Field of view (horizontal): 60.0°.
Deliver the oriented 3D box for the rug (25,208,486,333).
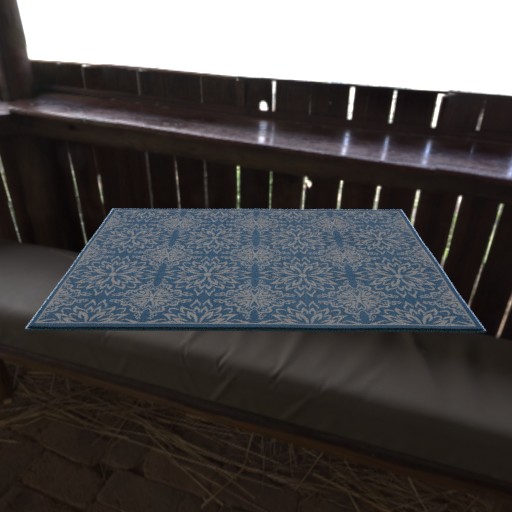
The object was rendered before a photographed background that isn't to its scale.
[{"bbox_3d":[0.000,0.000,3.453,2.769,0.018,1.830,0,29,0],"label":"rug"}]
